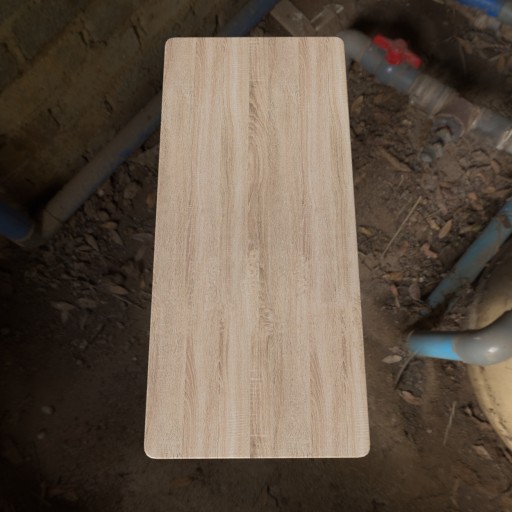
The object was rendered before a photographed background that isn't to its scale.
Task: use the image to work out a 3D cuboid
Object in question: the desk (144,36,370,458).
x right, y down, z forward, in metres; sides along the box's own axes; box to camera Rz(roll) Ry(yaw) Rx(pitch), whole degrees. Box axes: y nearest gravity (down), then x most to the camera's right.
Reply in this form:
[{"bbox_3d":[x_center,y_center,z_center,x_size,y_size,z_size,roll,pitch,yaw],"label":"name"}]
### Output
[{"bbox_3d":[0.000,0.000,1.585,0.550,0.760,1.200,0,76,0],"label":"desk"}]
